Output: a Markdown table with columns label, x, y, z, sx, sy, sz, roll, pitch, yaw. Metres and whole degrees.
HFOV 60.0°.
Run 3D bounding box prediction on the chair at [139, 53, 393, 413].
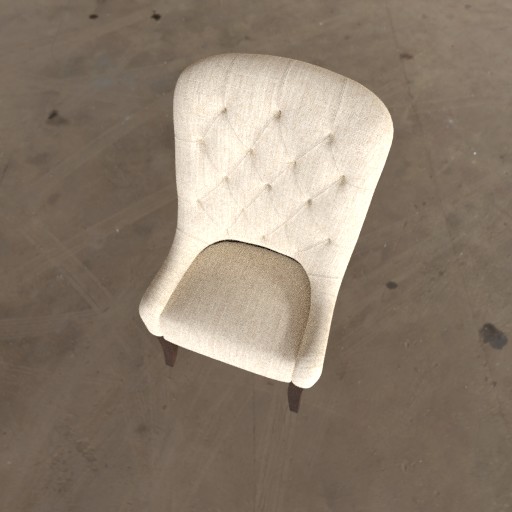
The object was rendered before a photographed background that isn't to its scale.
| label | x | y | z | sx | sy | sz | roll | pitch | yaw |
| --- | --- | --- | --- | --- | --- | --- | --- | --- | --- |
| chair | 0.000 | 0.000 | 1.491 | 0.634 | 1.091 | 0.629 | 17 | 59 | 10 |
